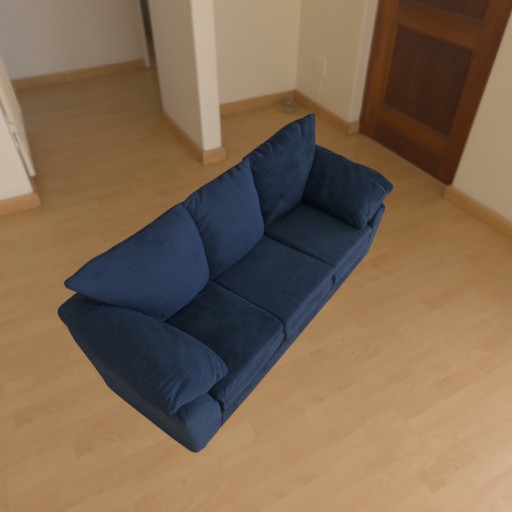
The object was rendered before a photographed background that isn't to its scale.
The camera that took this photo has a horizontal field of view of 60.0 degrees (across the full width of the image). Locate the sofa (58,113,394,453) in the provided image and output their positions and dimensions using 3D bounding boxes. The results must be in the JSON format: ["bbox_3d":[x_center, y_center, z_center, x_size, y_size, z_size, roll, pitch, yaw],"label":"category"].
[{"bbox_3d":[0.000,0.000,2.882,0.907,1.091,2.390,26,47,27],"label":"sofa"}]
